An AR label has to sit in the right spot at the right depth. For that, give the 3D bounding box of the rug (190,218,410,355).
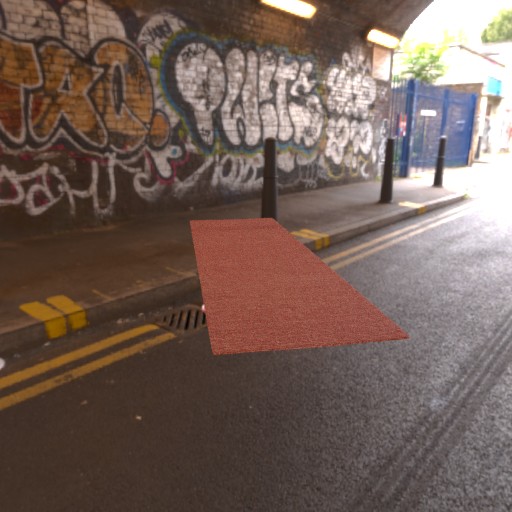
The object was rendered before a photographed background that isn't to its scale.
[{"bbox_3d":[0.000,0.000,2.569,0.687,0.012,2.307,-3,16,-10],"label":"rug"}]
